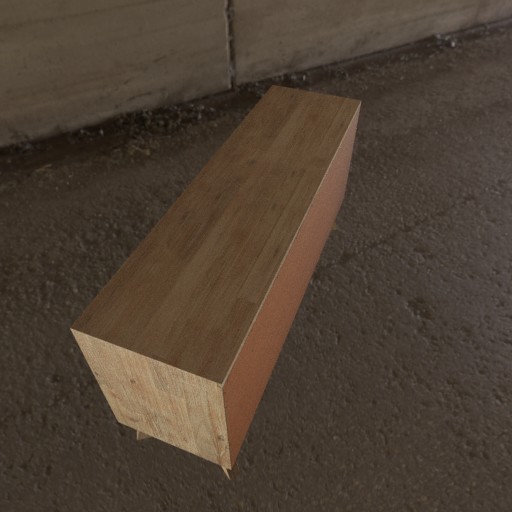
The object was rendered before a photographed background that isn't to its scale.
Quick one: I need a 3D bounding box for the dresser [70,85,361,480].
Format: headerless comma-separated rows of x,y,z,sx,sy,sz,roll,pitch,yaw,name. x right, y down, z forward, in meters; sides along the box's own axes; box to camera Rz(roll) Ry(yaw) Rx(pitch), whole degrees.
0.000,0.000,1.951,0.455,0.788,1.602,16,48,15,dresser
